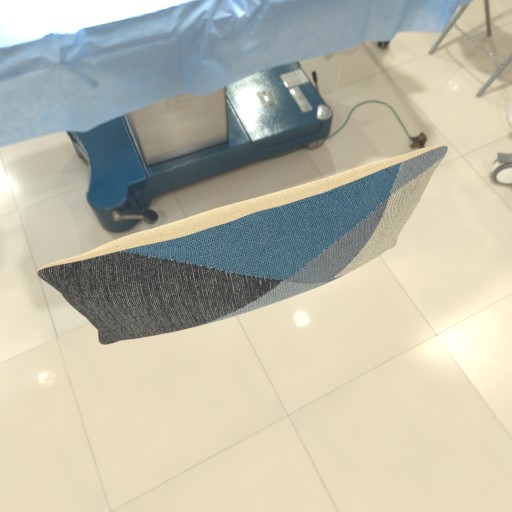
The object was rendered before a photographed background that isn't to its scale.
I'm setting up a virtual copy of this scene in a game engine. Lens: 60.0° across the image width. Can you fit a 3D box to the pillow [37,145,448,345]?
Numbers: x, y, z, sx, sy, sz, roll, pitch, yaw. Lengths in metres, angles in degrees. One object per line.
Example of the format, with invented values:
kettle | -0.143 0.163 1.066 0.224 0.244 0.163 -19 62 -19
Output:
pillow | 0.000 0.000 0.730 0.604 0.307 0.148 -18 64 -9
